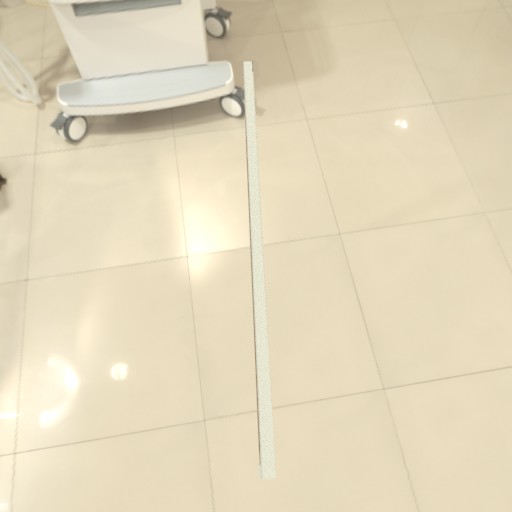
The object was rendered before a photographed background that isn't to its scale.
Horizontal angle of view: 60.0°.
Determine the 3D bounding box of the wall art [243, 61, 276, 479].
[{"bbox_3d":[0.000,0.000,1.695,0.039,0.507,1.520,-2,64,-1],"label":"wall art"}]
